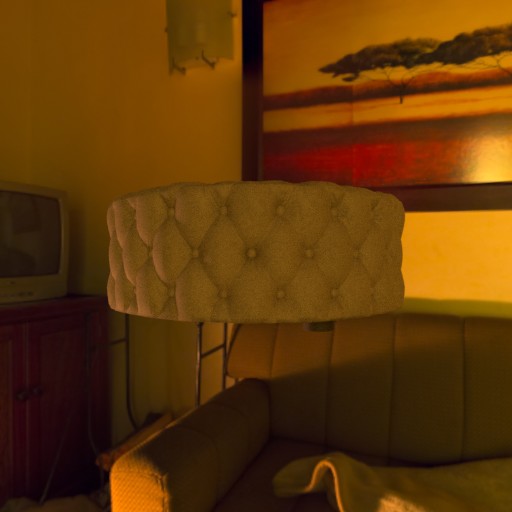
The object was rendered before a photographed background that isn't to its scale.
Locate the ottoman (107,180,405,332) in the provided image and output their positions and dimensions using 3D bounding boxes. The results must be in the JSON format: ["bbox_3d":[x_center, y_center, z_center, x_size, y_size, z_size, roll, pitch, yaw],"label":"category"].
[{"bbox_3d":[0.000,0.000,1.560,0.998,0.399,0.998,0,0,0],"label":"ottoman"}]
